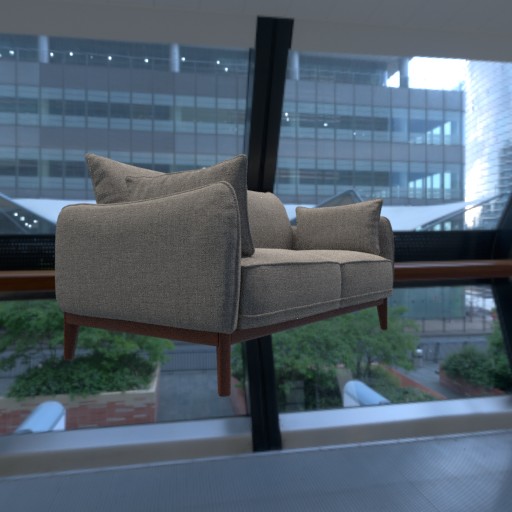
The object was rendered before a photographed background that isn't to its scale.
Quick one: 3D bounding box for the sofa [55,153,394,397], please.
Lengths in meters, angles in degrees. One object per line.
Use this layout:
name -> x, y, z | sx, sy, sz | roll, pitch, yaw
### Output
sofa -> 0.000, 0.000, 2.167 | 0.972, 0.851, 1.580 | 0, 0, 35
